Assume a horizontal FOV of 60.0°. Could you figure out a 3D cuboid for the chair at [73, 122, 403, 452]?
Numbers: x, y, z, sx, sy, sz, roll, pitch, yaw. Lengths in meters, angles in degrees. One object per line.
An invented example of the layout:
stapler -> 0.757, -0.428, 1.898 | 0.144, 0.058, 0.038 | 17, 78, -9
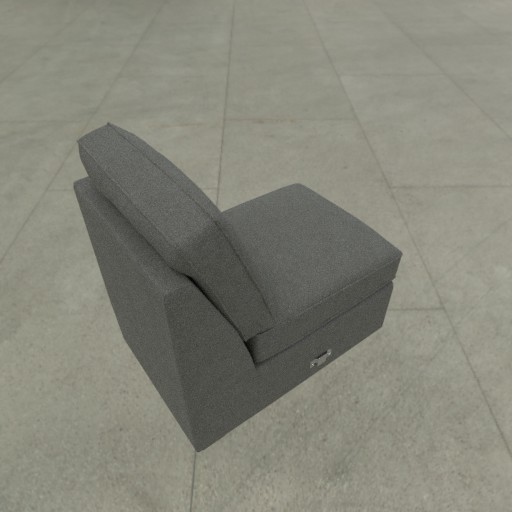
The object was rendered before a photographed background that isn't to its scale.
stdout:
chair -> 0.000, 0.000, 1.570 | 0.938, 0.970, 0.621 | -26, 47, -27
